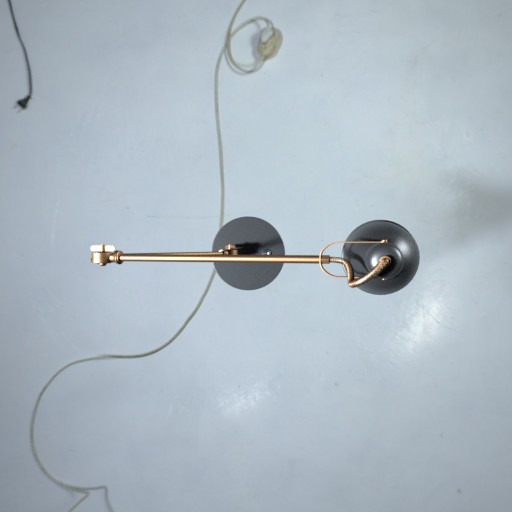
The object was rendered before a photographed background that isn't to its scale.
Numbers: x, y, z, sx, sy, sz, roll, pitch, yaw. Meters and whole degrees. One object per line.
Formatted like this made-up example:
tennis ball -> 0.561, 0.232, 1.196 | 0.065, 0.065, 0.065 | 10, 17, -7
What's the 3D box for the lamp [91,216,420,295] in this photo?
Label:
lamp -> 0.000, 0.000, 0.862 | 0.561, 0.587, 0.187 | 0, 91, 2
